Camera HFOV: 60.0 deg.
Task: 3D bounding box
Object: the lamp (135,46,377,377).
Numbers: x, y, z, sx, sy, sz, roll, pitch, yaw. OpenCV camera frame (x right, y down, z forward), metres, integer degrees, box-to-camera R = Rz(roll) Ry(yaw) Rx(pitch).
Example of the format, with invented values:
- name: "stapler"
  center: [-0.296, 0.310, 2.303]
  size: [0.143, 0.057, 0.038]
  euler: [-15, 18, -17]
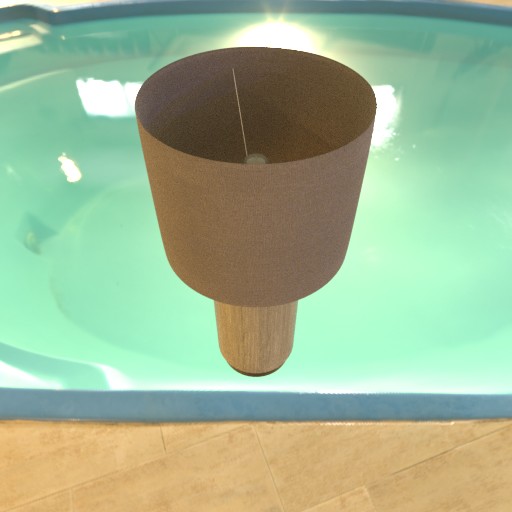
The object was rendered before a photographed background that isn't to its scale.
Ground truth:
- name: "lamp"
  center: [0.000, 0.000, 0.580]
  size: [0.228, 0.444, 0.228]
  euler: [-10, 48, -9]
